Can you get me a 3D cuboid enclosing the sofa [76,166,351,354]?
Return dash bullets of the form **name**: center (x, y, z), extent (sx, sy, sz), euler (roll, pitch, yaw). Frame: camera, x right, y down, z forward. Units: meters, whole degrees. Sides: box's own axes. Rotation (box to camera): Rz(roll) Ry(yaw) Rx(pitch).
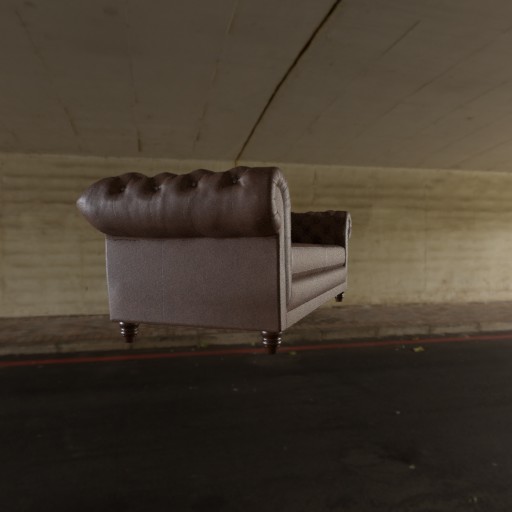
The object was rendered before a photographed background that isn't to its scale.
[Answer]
- **sofa**: center (0.000, 0.000, 2.872), extent (0.944, 0.783, 2.385), euler (0, 1, 19)
